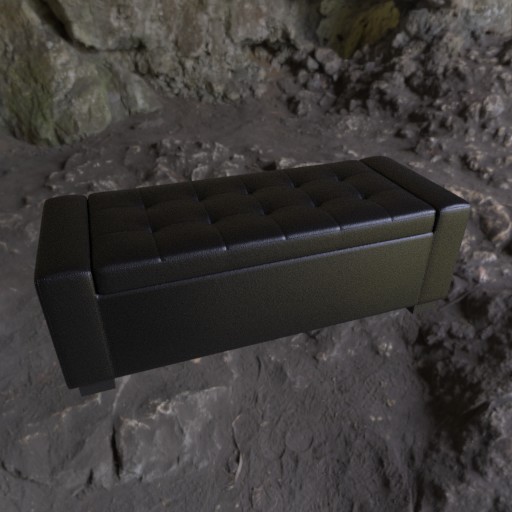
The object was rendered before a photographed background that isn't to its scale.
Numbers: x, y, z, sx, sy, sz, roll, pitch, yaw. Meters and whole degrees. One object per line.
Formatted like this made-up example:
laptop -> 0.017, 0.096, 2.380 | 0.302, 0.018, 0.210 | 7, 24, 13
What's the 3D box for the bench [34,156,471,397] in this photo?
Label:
bench -> 0.000, 0.000, 1.535 | 1.296, 0.445, 0.508 | -10, 33, -16
